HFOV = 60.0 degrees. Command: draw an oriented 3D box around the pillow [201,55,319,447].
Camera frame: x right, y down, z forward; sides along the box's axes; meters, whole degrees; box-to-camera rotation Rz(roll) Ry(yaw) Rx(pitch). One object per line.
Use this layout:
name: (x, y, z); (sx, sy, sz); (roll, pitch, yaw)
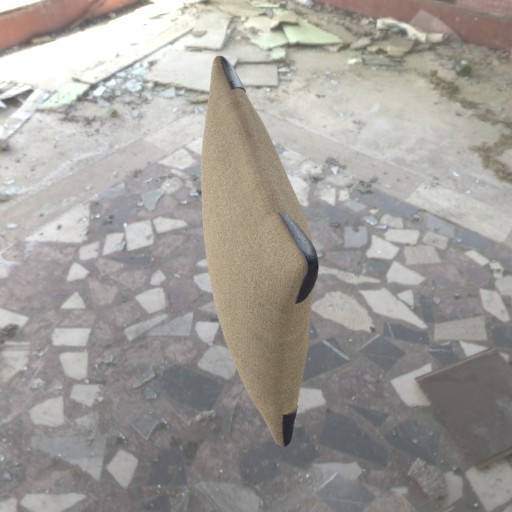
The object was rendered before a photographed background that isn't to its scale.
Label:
pillow: (0.000, 0.000, 0.678); (0.147, 0.441, 0.440); (-11, 48, -10)
